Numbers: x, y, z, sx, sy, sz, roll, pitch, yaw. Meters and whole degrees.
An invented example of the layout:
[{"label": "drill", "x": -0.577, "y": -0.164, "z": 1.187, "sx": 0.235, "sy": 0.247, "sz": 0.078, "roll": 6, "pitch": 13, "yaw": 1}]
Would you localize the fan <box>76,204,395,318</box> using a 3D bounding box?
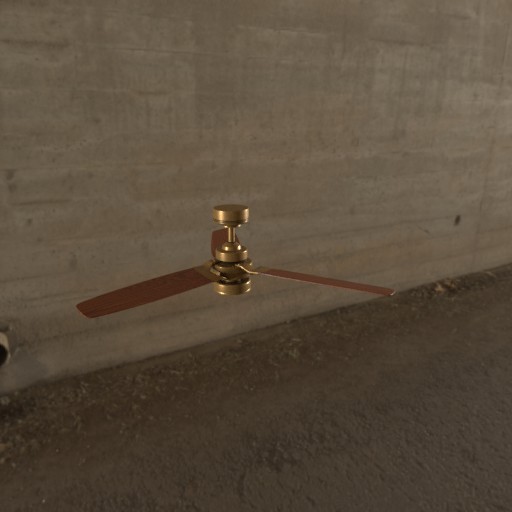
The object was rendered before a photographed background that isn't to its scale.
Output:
[{"label": "fan", "x": 0.000, "y": 0.000, "z": 2.095, "sx": 1.271, "sy": 0.425, "sz": 1.416, "roll": 8, "pitch": 19, "yaw": 25}]
